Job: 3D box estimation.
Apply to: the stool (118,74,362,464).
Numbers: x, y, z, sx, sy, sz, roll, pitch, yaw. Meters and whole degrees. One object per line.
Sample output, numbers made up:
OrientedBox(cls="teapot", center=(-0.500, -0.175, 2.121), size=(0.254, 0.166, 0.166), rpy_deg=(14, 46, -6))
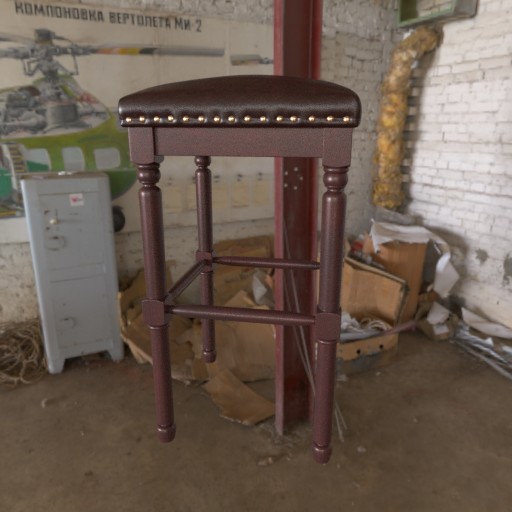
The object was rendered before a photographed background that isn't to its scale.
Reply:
OrientedBox(cls="stool", center=(0.000, 0.000, 0.930), size=(0.382, 0.702, 0.383), rpy_deg=(3, 17, 10))
